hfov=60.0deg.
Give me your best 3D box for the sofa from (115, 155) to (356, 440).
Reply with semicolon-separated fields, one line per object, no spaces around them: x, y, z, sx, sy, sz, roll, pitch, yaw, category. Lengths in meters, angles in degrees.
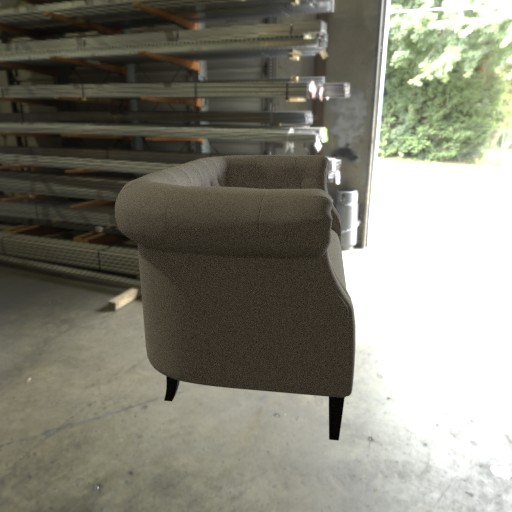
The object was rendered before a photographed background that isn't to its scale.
0.000;0.000;2.046;0.835;0.827;1.558;3;17;8;sofa
